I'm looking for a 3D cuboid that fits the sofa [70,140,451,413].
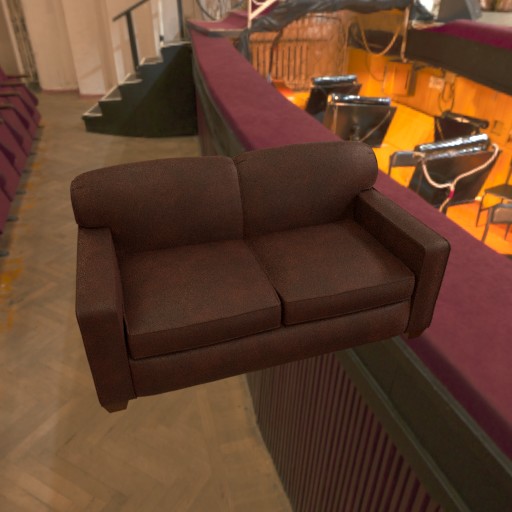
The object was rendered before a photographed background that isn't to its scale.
[{"bbox_3d":[0.000,0.000,2.487,1.856,0.966,1.000,-10,33,-15],"label":"sofa"}]
